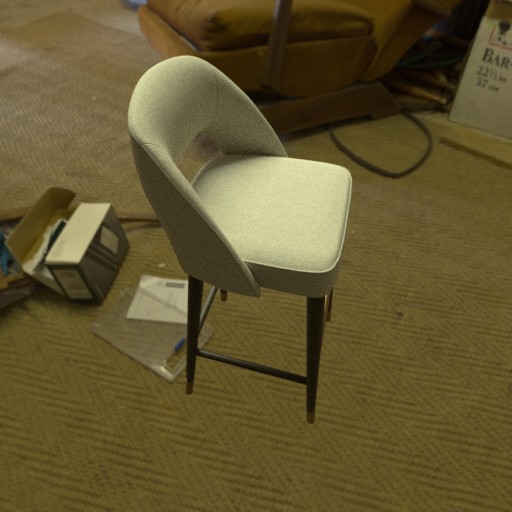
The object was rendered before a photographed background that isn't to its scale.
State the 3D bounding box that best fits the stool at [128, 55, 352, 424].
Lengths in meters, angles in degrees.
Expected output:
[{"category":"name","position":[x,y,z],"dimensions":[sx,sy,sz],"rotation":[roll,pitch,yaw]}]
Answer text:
[{"category":"stool","position":[0.000,0.000,1.302],"dimensions":[0.509,1.037,0.494],"rotation":[10,46,10]}]
